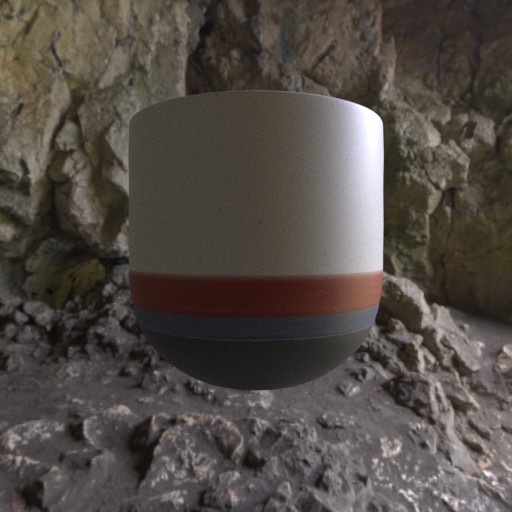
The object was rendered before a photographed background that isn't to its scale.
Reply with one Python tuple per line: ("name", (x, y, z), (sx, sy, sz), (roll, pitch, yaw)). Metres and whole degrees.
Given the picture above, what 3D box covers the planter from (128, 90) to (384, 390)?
("planter", (0.000, 0.000, 0.486), (0.268, 0.270, 0.268), (0, 2, 0))
